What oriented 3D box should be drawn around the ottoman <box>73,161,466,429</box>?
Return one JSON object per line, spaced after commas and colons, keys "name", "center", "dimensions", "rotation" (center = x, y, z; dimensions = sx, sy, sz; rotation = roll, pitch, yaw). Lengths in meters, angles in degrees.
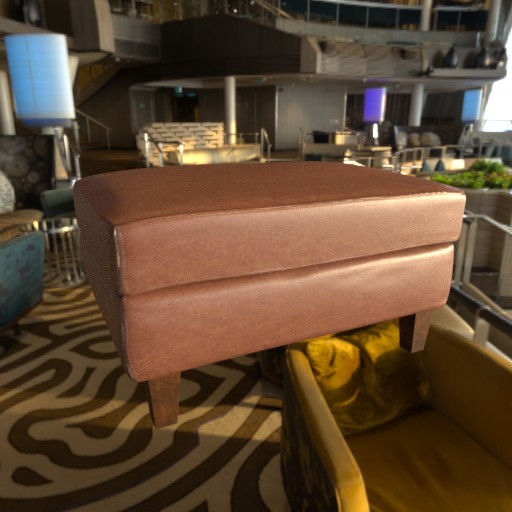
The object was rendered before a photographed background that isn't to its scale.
{"name": "ottoman", "center": [0.000, 0.000, 1.201], "dimensions": [0.851, 0.485, 0.650], "rotation": [-8, 19, -25]}
